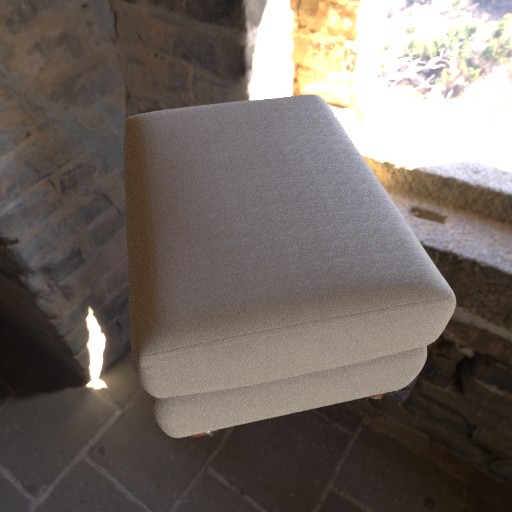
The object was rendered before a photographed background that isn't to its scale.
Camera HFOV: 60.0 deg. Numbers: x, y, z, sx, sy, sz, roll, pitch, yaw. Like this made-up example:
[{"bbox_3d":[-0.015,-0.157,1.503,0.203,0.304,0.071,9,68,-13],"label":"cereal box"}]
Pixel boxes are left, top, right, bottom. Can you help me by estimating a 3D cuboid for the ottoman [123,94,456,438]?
[{"bbox_3d":[0.000,0.000,1.107,0.569,0.504,0.773,-9,48,-8],"label":"ottoman"}]
